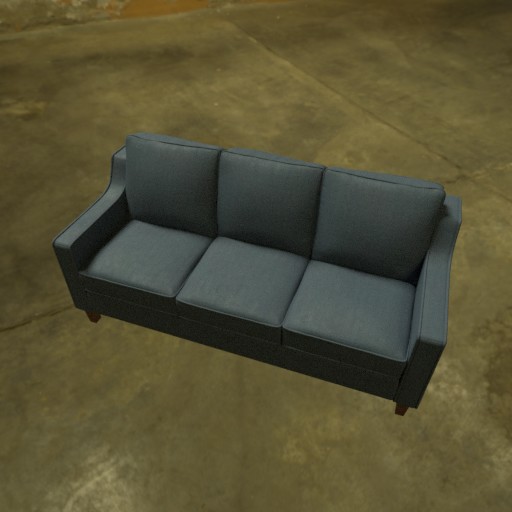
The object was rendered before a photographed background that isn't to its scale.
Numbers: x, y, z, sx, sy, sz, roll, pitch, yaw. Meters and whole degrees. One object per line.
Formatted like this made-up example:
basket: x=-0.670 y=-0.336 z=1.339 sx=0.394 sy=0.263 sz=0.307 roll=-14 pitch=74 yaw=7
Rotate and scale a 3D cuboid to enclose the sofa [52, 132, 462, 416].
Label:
sofa: x=0.000 y=0.000 z=2.493 sx=1.986 sy=0.974 sz=0.911 roll=13 pitch=43 yaw=15
